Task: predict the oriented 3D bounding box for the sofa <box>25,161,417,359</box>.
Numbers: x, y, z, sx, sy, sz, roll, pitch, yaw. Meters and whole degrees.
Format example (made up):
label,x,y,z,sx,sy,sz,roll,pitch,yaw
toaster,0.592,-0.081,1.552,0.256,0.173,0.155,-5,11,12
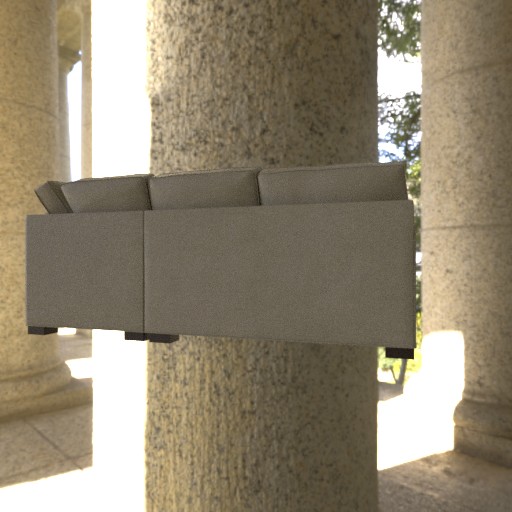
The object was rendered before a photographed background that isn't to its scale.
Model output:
label,x,y,z,sx,sy,sz,roll,pitch,yaw
sofa,0.000,0.000,3.317,2.188,0.936,2.211,0,0,17
